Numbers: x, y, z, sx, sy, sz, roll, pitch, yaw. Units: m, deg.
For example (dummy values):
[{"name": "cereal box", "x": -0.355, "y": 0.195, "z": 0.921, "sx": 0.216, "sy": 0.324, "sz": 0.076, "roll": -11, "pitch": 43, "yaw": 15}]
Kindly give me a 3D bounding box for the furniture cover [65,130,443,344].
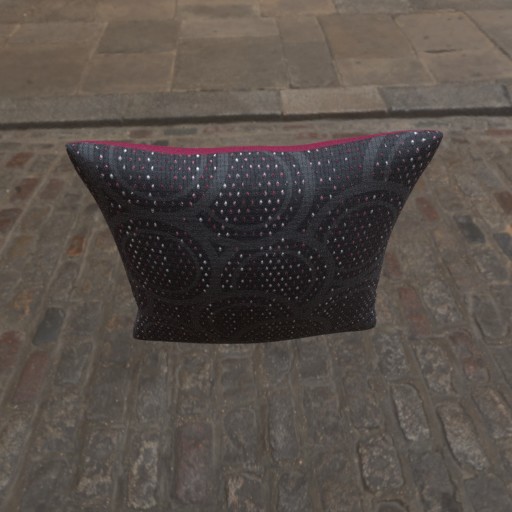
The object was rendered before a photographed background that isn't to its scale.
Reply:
[{"name": "furniture cover", "x": 0.000, "y": 0.000, "z": 0.825, "sx": 0.552, "sy": 0.509, "sz": 0.193, "roll": -2, "pitch": 47, "yaw": -2}]
